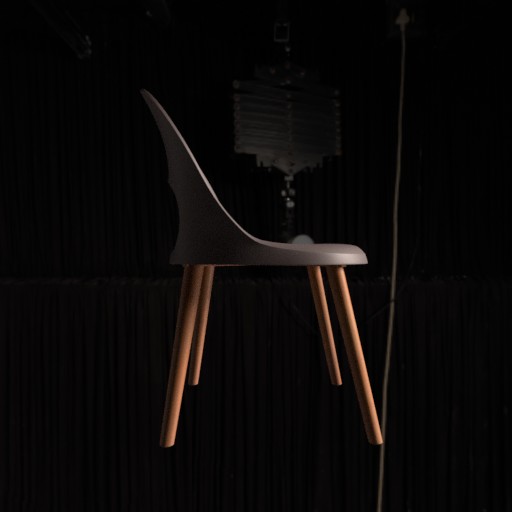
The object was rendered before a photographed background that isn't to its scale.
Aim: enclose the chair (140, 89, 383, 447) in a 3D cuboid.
[{"bbox_3d":[0.000,0.000,1.147,0.556,0.794,0.470,0,0,-1],"label":"chair"}]
